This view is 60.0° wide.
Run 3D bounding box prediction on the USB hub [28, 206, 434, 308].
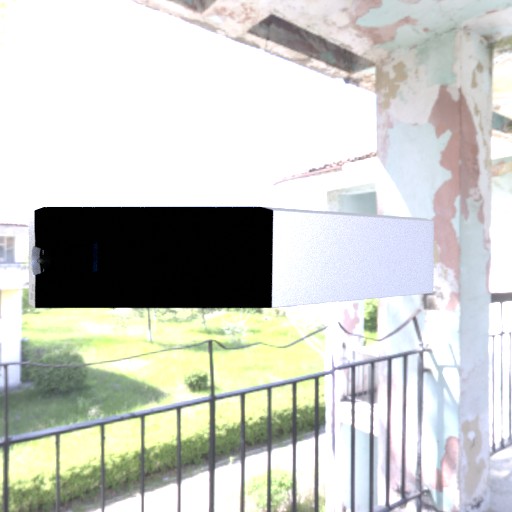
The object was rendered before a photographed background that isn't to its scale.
[{"bbox_3d":[0.000,0.000,0.124,0.110,0.023,0.044,0,1,-36],"label":"USB hub"}]
